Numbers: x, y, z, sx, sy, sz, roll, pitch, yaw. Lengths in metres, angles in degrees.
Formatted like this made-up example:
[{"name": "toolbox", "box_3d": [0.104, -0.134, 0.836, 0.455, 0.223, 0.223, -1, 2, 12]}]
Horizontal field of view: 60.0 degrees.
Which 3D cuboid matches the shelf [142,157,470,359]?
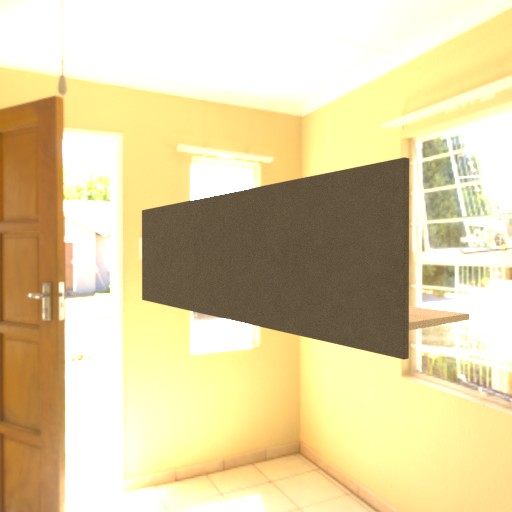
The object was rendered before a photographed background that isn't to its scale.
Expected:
[{"name": "shelf", "box_3d": [0.000, 0.000, 1.127, 0.200, 0.300, 1.020, 0, 1, -36]}]
